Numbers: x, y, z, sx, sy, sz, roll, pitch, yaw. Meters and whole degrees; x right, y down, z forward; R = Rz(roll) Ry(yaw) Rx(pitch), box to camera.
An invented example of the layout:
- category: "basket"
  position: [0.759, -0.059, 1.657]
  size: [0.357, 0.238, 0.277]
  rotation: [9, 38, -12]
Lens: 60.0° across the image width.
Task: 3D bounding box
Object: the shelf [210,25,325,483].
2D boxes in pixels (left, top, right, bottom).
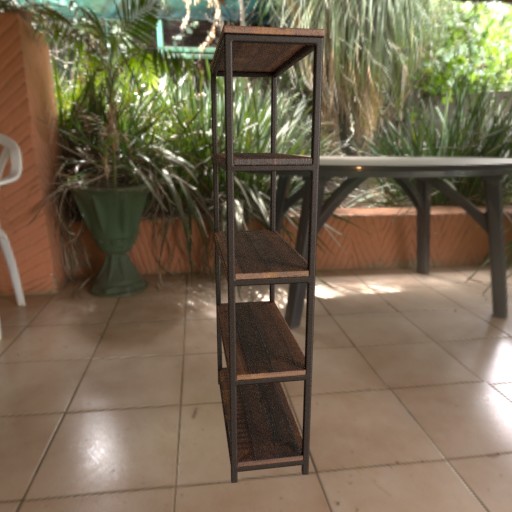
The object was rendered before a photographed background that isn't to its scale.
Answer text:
- category: "shelf"
  position: [0.000, 0.000, 2.188]
  size: [0.359, 1.860, 0.874]
  rotation: [-2, 15, -8]
